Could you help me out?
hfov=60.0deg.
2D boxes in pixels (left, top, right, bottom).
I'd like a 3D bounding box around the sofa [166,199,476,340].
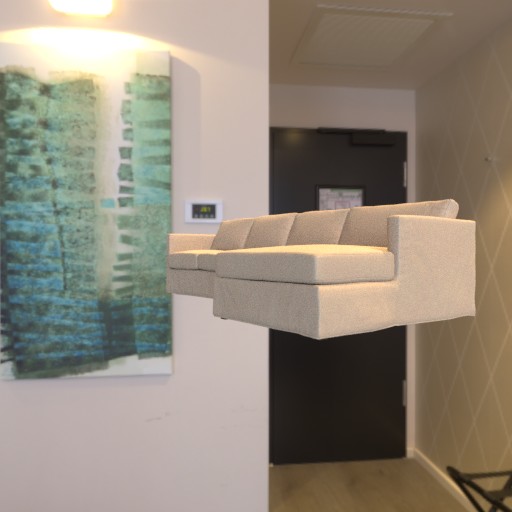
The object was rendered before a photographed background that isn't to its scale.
[{"bbox_3d":[0.000,0.000,3.962,1.622,0.871,3.206,0,0,-37],"label":"sofa"}]
